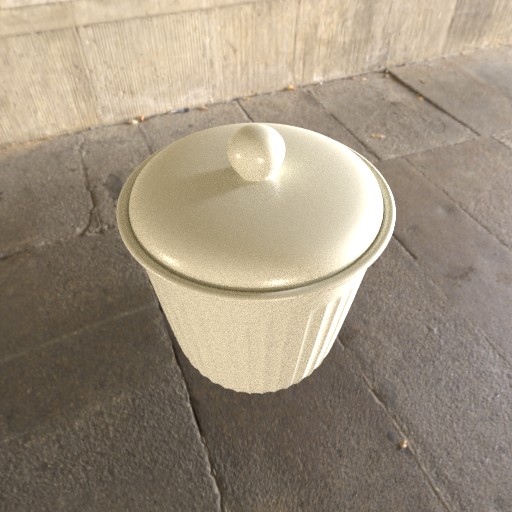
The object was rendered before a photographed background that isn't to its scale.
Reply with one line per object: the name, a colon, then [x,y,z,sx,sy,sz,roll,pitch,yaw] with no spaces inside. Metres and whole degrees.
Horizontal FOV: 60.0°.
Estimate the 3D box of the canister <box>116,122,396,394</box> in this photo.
canister: [0.000,0.000,0.335,0.181,0.211,0.181,0,45,0]
